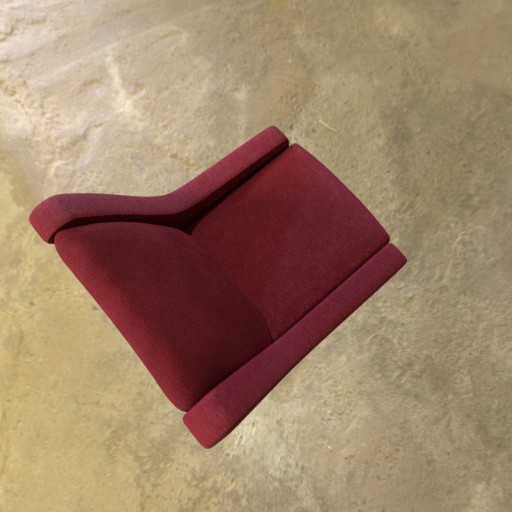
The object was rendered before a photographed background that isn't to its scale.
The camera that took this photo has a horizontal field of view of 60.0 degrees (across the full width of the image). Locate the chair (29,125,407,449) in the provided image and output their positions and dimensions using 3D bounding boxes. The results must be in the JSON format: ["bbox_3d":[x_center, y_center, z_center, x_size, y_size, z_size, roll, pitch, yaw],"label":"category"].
[{"bbox_3d":[0.000,0.000,1.669,0.985,1.017,0.793,-40,78,-10],"label":"chair"}]
